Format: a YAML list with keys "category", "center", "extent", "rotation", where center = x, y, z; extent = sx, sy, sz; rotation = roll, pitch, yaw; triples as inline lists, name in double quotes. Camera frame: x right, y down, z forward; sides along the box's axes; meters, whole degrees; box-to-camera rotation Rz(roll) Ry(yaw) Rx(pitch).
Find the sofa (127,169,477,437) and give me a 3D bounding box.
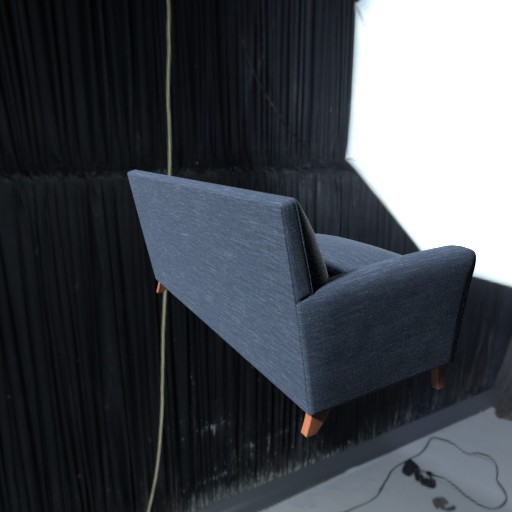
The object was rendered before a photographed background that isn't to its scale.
- category: "sofa"
  center: [0.000, 0.000, 2.373]
  extent: [0.875, 0.846, 1.976]
  rotation: [-7, 16, -28]
